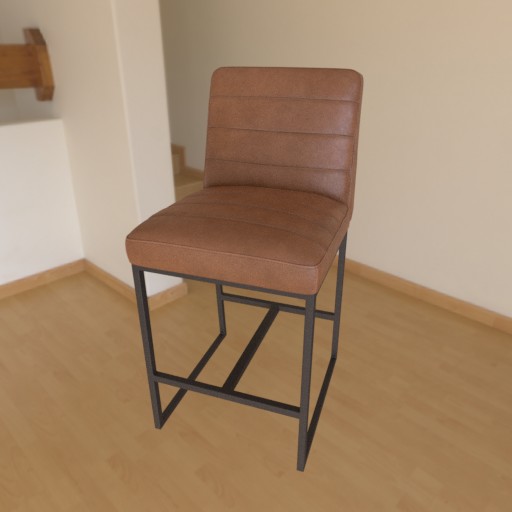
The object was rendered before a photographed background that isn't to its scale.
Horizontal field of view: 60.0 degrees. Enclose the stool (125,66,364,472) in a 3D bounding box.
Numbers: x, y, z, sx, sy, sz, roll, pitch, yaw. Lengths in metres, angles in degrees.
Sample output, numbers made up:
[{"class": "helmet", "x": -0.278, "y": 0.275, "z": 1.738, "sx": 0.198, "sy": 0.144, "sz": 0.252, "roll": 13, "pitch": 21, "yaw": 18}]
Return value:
[{"class": "stool", "x": 0.000, "y": 0.000, "z": 1.220, "sx": 0.458, "sy": 0.940, "sz": 0.556, "roll": 9, "pitch": 27, "yaw": 17}]
